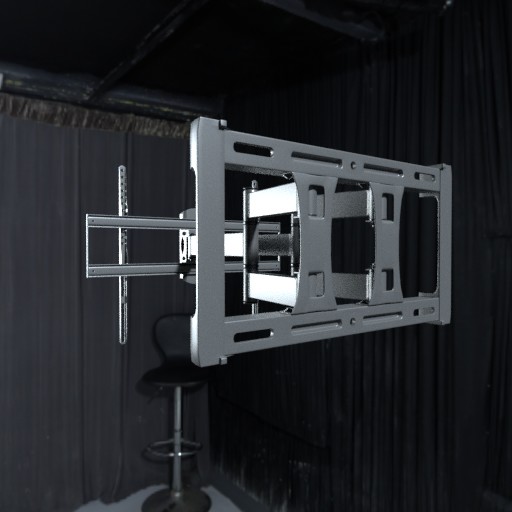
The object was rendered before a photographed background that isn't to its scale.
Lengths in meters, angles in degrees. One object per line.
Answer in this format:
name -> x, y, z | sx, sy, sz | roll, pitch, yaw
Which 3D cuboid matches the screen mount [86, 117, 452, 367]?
screen mount -> 0.000, 0.000, 1.090 | 0.661, 0.491, 0.644 | -1, 1, -36
